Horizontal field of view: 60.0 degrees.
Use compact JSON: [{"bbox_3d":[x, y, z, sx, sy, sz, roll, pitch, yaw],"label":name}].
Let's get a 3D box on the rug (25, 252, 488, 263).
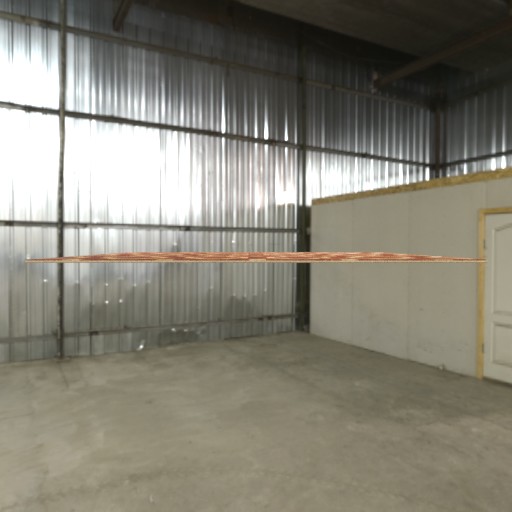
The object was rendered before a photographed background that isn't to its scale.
[{"bbox_3d":[0.000,0.000,4.149,3.049,0.021,2.466,0,2,0],"label":"rug"}]
